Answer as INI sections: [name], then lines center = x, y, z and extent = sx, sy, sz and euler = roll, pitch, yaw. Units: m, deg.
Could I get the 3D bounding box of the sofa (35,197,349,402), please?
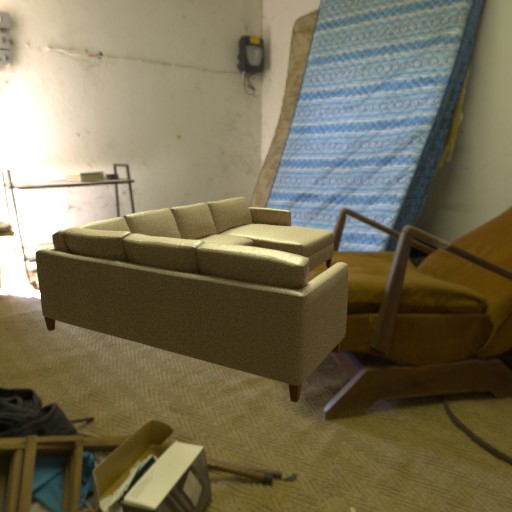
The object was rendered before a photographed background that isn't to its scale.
[sofa]
center = 0.000, 0.000, 4.794
extent = 2.594, 0.961, 3.460
euler = 7, 15, 28
